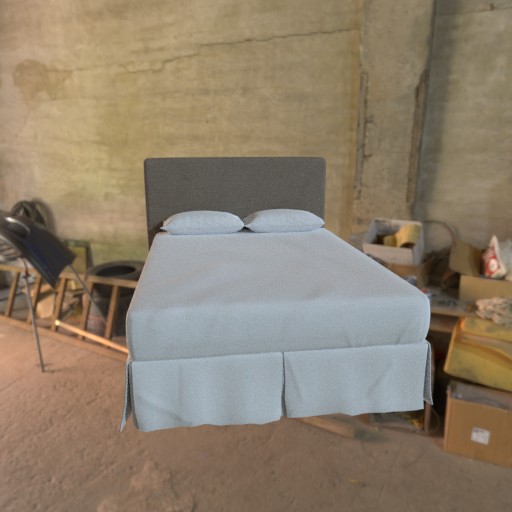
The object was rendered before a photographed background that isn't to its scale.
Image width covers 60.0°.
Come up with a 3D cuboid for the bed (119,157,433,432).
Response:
[{"bbox_3d":[0.000,0.000,3.202,1.723,1.330,2.142,-2,15,-8],"label":"bed"}]
